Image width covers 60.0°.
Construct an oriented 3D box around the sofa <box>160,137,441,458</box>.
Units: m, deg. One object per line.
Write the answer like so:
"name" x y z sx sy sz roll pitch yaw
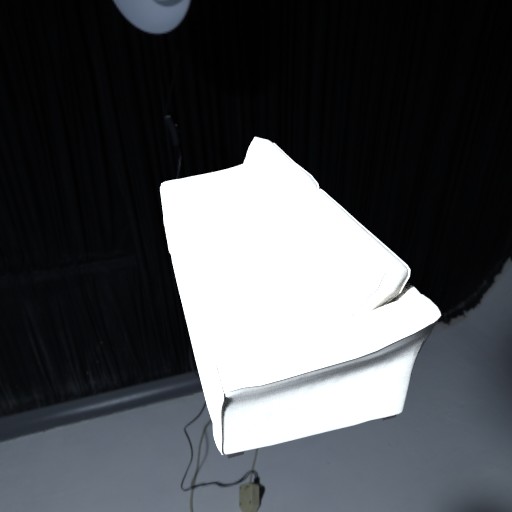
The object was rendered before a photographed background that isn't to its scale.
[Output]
"sofa" 0.000 0.000 2.782 0.980 0.965 2.270 -9 32 -14
